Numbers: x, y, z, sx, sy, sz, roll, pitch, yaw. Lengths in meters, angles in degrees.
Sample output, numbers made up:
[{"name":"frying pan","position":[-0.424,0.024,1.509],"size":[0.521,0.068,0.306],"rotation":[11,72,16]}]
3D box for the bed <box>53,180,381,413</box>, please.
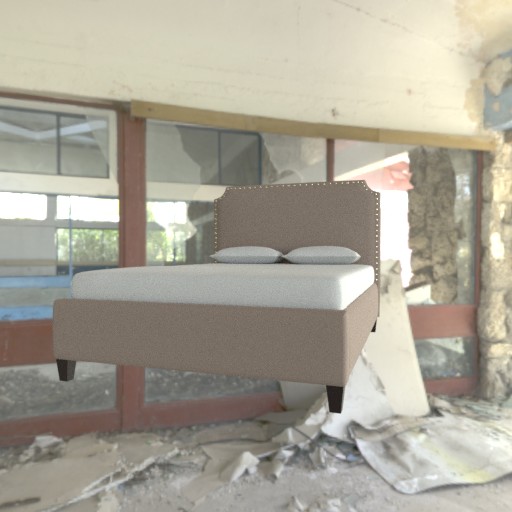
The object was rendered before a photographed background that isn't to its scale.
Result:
[{"name":"bed","position":[0.000,0.000,3.397],"size":[1.713,1.443,2.372],"rotation":[0,0,19]}]
